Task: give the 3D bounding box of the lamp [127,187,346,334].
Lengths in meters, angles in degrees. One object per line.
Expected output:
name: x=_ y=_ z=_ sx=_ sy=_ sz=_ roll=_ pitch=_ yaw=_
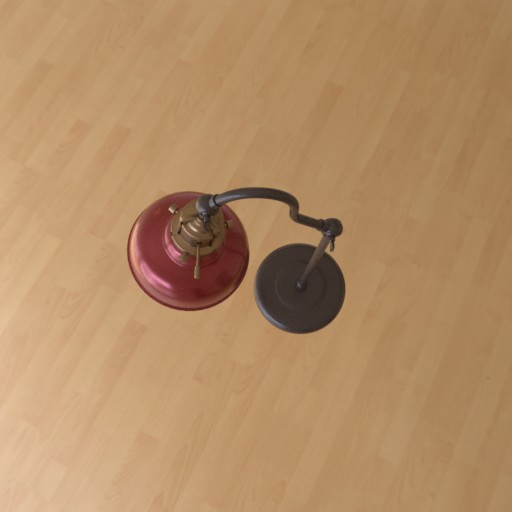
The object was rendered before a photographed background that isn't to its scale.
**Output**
lamp: x=0.000 y=0.000 z=0.685 sx=0.374 sy=0.508 sz=0.192 roll=1 pitch=75 yaw=0
